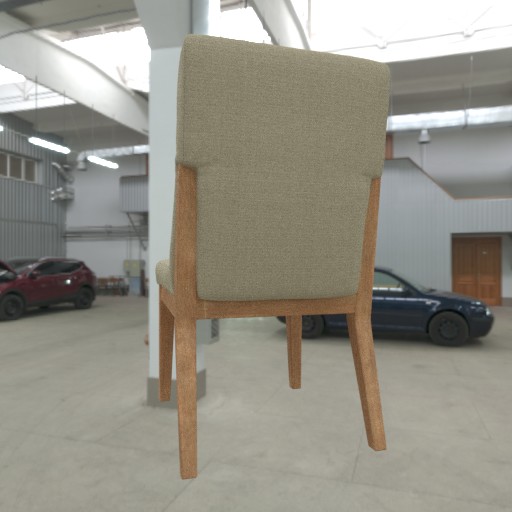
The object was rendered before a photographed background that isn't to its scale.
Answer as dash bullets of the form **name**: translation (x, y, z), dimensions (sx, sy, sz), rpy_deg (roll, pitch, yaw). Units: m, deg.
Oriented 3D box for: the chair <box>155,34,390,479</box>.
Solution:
- **chair**: translation (0.000, 0.000, 1.222), dimensions (0.507, 0.911, 0.586), rpy_deg (0, 0, -17)
